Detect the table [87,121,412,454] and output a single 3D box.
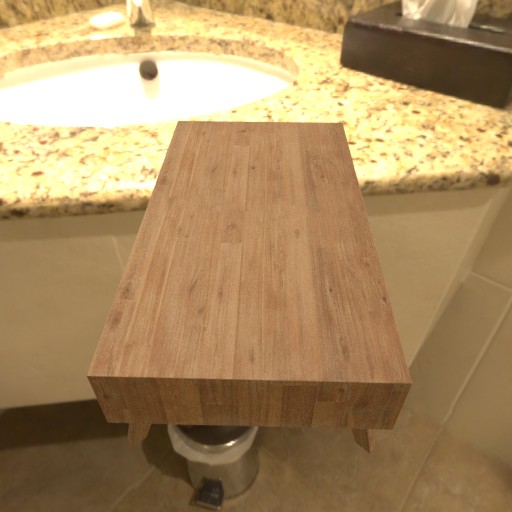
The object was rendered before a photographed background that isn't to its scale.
[{"bbox_3d":[0.000,0.000,2.010,0.918,0.531,1.619,1,42,1],"label":"table"}]
